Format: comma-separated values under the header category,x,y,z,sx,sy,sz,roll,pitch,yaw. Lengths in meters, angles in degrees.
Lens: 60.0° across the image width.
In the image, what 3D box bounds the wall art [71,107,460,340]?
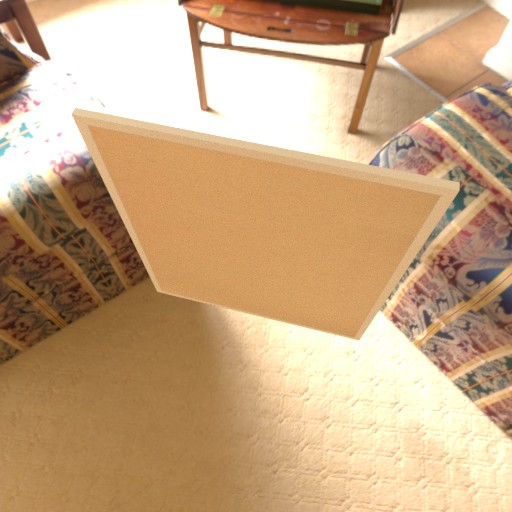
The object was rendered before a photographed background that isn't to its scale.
category,x,y,z,sx,sy,sz,roll,pitch,yaw
wall art,0.000,0.000,0.781,0.482,0.557,0.012,13,62,7
